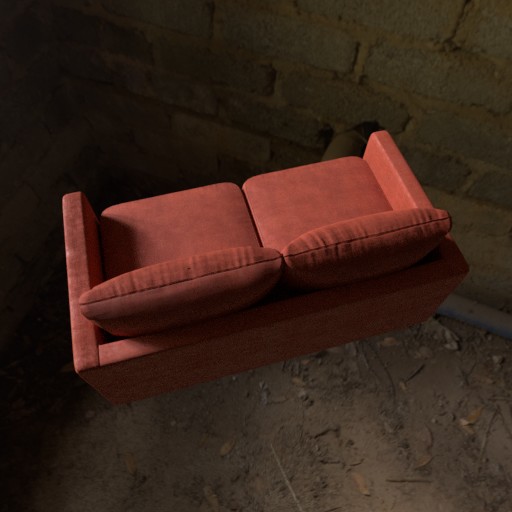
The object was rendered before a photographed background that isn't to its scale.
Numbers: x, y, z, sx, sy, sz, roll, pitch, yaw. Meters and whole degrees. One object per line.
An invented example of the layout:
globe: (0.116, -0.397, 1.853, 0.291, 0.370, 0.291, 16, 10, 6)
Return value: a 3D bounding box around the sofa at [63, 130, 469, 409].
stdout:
sofa: (0.000, 0.000, 2.061, 1.574, 0.896, 0.864, -14, 61, -8)
